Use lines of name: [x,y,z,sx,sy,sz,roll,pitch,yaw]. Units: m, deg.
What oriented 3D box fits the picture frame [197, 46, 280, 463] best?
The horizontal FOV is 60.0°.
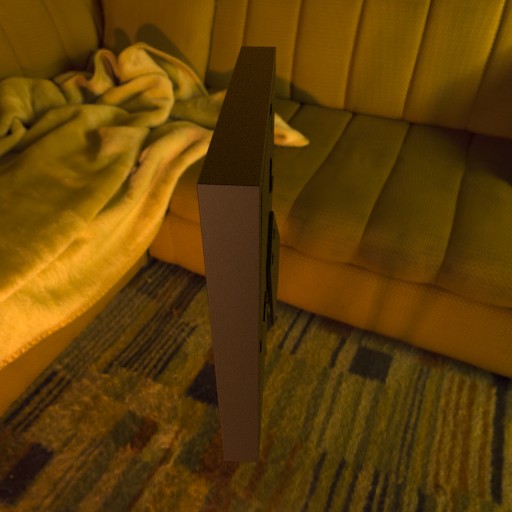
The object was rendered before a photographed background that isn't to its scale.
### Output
picture frame: [0.000,0.000,0.391,0.042,0.284,0.232,2,40,3]
